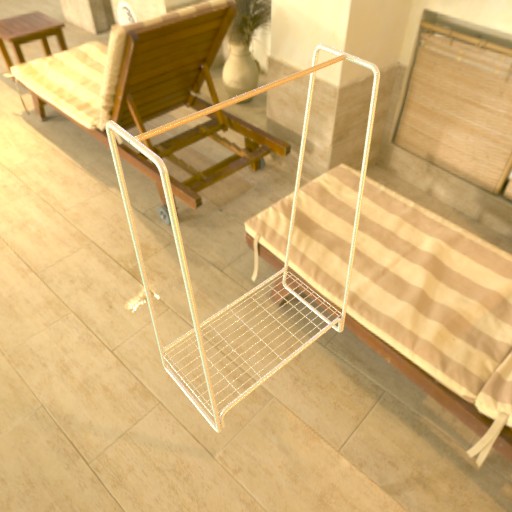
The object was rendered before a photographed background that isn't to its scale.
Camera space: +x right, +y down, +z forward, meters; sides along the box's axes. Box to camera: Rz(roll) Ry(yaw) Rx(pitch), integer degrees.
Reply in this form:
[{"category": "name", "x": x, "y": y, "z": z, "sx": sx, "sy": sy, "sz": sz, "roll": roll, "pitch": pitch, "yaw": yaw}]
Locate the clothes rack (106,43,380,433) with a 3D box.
[{"category": "clothes rack", "x": 0.000, "y": 0.000, "z": 1.936, "sx": 0.900, "sy": 1.500, "sz": 0.495, "roll": -32, "pitch": 54, "yaw": -27}]
